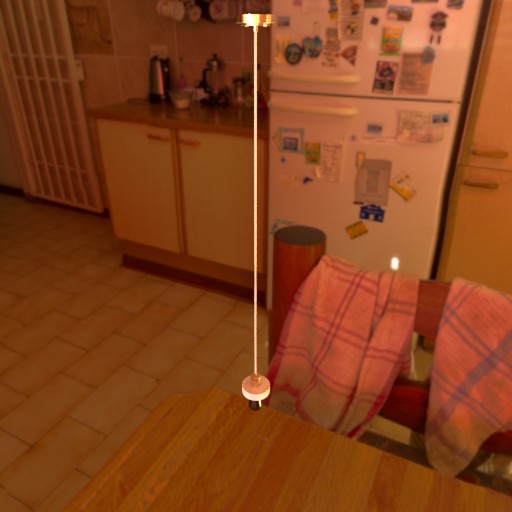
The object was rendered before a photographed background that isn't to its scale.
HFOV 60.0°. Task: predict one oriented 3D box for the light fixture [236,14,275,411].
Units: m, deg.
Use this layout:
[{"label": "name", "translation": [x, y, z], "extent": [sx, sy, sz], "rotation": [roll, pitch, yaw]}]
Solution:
[{"label": "light fixture", "translation": [0.000, 0.000, 1.745], "extent": [0.129, 1.669, 0.129], "rotation": [-1, 28, -3]}]
